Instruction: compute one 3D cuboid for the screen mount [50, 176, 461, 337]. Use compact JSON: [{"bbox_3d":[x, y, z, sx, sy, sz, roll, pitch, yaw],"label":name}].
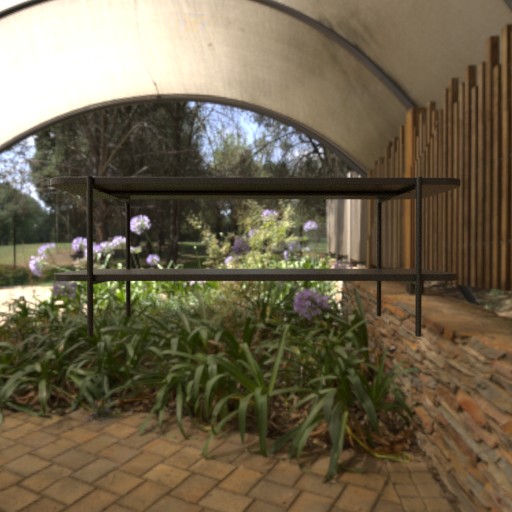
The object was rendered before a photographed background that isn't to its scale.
[{"bbox_3d":[0.000,0.000,1.430,1.200,0.447,0.400,0,1,-1],"label":"screen mount"}]
